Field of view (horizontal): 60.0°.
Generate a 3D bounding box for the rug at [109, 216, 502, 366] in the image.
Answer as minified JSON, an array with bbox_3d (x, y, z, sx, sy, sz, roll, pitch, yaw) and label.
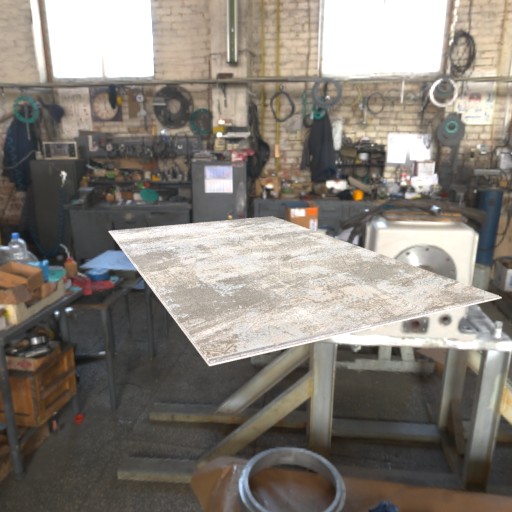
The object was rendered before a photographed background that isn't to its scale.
[{"bbox_3d":[0.000,0.000,2.933,1.536,0.012,2.431,-7,17,-25],"label":"rug"}]
